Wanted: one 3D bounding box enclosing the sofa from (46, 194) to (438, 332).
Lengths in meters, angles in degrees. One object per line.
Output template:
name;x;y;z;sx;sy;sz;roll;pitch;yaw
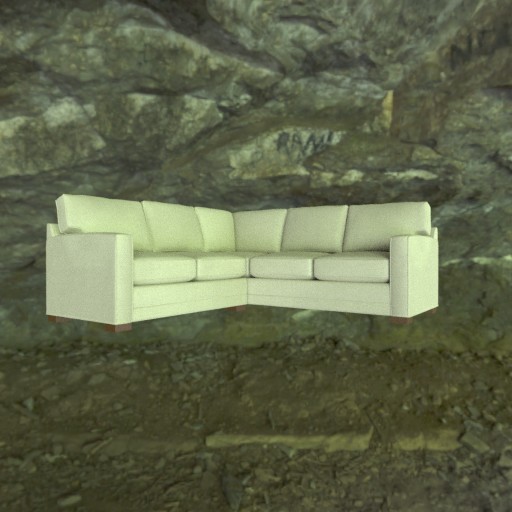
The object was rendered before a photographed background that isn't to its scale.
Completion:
sofa;0.000;0.000;3.441;2.189;0.939;2.182;0;0;36
